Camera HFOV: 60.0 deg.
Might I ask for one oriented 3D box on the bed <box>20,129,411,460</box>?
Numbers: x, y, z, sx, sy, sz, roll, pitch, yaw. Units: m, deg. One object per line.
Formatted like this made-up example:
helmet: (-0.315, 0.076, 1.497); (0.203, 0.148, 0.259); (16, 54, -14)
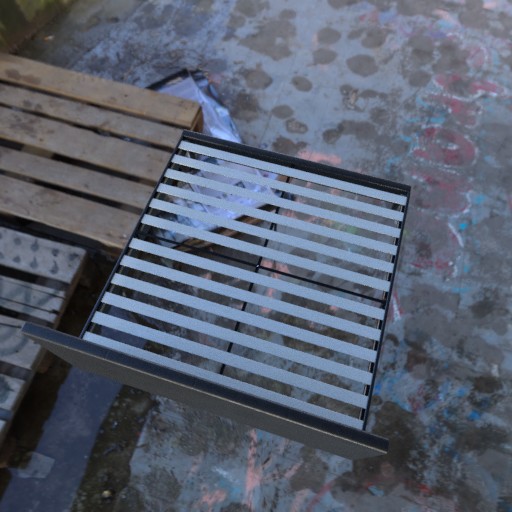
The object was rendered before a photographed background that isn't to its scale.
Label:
bed: (0.000, 0.000, 3.191); (2.018, 1.046, 2.152); (16, 64, 8)
